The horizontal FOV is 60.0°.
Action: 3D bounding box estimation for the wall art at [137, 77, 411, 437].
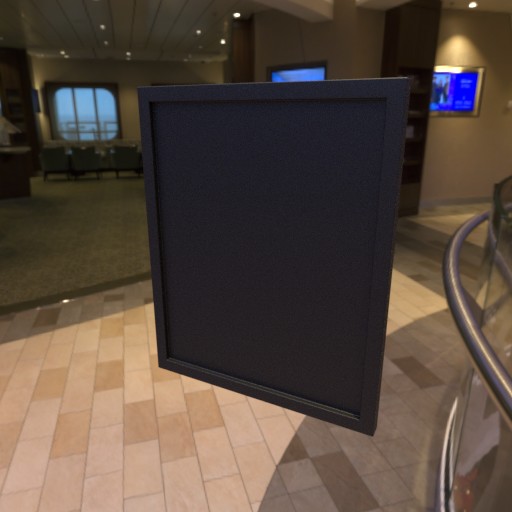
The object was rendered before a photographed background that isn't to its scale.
[{"bbox_3d":[0.000,0.000,0.768,0.457,0.559,0.028,9,20,27],"label":"wall art"}]
